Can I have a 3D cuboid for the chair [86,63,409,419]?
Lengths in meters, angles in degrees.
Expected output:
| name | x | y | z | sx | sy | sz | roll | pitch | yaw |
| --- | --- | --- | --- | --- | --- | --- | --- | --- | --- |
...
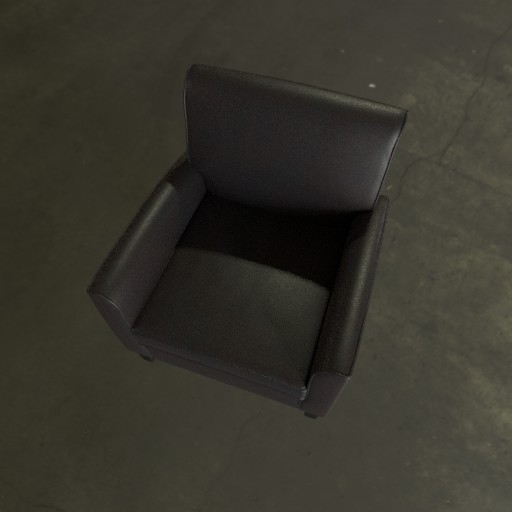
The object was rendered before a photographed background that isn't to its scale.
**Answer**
| name | x | y | z | sx | sy | sz | roll | pitch | yaw |
| --- | --- | --- | --- | --- | --- | --- | --- | --- | --- |
| chair | 0.000 | 0.000 | 1.606 | 0.820 | 0.916 | 0.819 | 16 | 60 | 10 |
